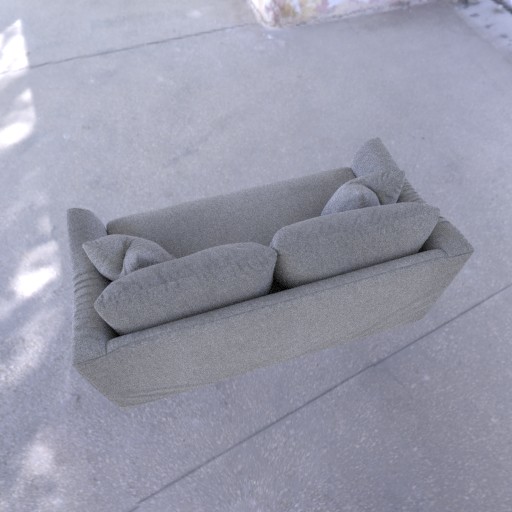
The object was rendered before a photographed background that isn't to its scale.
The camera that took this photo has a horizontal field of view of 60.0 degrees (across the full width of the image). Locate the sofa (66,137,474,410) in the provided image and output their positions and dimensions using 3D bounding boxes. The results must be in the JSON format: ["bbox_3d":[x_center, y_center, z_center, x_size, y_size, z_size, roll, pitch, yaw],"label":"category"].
[{"bbox_3d":[0.000,0.000,2.625,2.010,1.018,1.072,-15,58,-9],"label":"sofa"}]
